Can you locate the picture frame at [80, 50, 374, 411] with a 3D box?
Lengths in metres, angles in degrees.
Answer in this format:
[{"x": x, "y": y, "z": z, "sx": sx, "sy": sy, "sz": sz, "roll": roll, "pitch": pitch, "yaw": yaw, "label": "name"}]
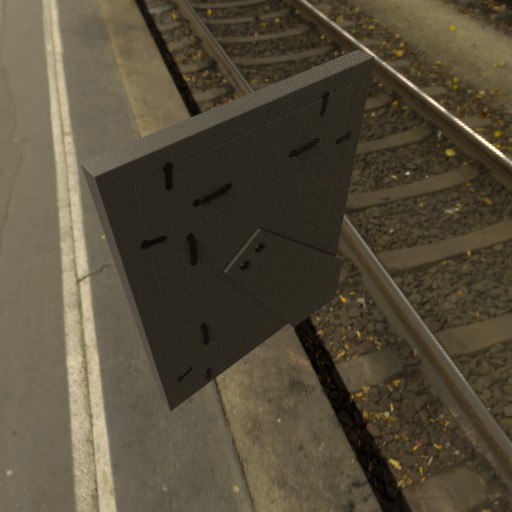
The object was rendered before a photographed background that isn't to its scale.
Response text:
[{"x": 0.000, "y": 0.000, "z": 0.520, "sx": 0.307, "sy": 0.383, "sz": 0.036, "roll": -32, "pitch": 54, "yaw": -27, "label": "picture frame"}]
